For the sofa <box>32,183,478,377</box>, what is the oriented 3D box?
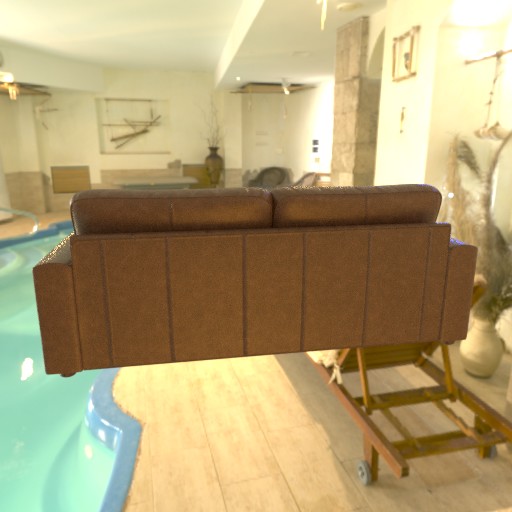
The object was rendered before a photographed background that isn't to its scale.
[{"bbox_3d":[0.000,0.000,2.628,2.179,0.873,1.016,-3,15,-10],"label":"sofa"}]
